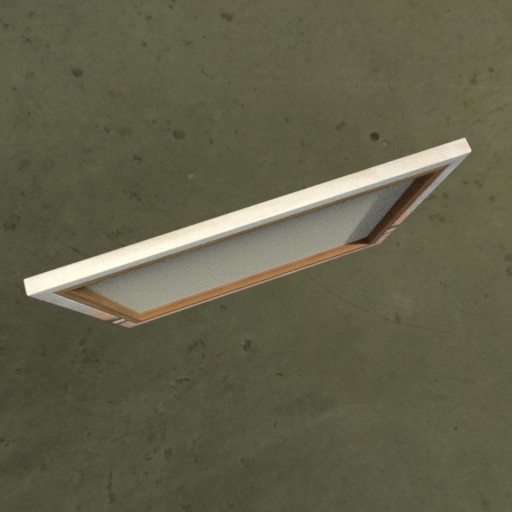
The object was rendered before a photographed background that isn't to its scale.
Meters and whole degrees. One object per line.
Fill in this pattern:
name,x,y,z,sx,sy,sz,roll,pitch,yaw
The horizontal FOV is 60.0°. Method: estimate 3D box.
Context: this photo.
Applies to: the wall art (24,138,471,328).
wall art,0.000,0.000,1.328,1.015,0.763,0.038,-18,77,-5
